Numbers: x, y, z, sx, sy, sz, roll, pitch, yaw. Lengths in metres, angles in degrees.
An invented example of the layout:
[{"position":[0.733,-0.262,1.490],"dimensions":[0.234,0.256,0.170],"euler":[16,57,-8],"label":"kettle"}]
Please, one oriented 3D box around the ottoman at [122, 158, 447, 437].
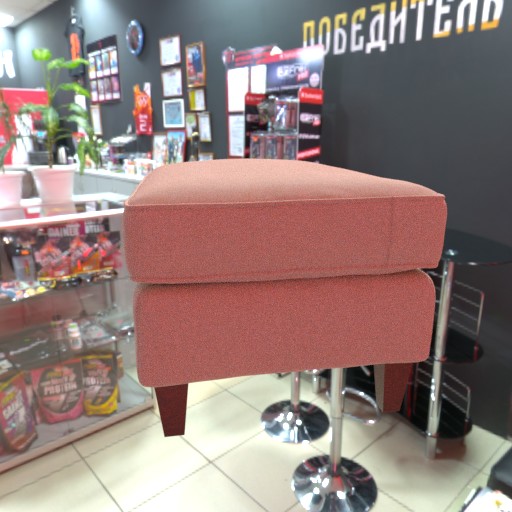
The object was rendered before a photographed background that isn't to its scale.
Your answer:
[{"position":[0.000,0.000,1.183],"dimensions":[0.583,0.484,0.862],"euler":[-3,16,-9],"label":"ottoman"}]
